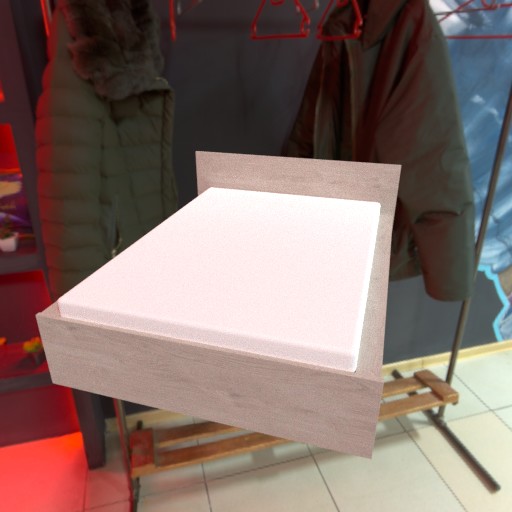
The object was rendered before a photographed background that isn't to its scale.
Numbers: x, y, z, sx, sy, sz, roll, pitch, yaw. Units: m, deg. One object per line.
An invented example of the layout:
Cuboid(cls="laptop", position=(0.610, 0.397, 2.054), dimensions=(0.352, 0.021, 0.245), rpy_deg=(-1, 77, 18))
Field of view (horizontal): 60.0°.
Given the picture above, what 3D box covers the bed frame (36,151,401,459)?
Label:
Cuboid(cls="bed frame", position=(0.000, 0.000, 2.774), dimensions=(1.622, 0.800, 1.960), rpy_deg=(7, 26, 15))
